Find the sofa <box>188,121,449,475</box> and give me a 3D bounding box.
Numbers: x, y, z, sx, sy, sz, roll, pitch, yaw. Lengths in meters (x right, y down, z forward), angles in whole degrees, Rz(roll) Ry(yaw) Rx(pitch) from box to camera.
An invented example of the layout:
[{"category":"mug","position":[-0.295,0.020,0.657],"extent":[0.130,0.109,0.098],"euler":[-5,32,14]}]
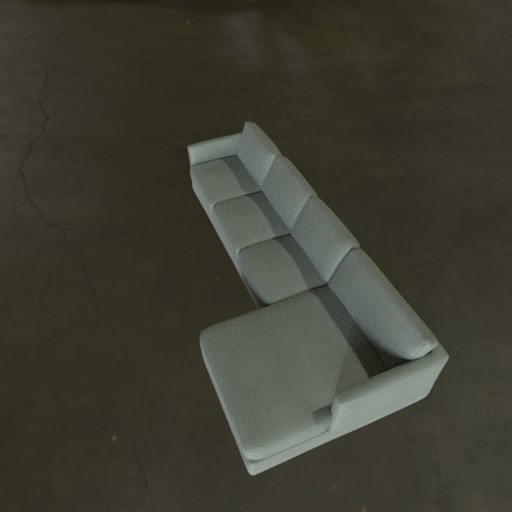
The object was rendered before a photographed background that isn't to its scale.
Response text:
[{"category":"sofa","position":[0.000,0.000,4.238],"extent":[1.604,0.950,3.471],"euler":[-17,49,-16]}]
